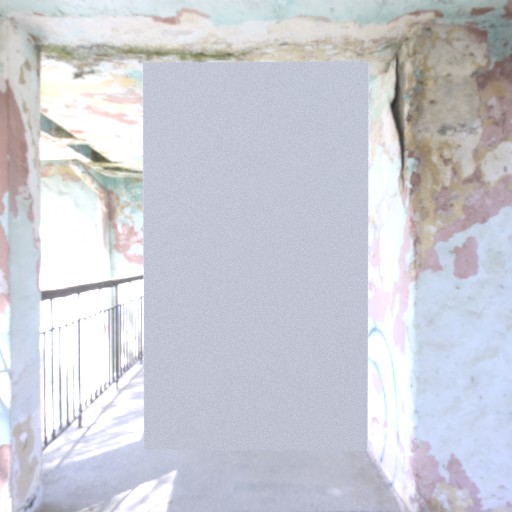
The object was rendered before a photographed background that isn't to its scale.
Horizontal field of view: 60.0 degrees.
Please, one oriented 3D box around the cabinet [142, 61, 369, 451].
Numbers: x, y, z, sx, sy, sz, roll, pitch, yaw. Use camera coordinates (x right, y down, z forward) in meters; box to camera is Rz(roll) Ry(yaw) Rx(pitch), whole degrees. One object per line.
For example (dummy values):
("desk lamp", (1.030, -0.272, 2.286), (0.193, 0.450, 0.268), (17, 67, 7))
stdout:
("cabinet", (0.000, 0.000, 2.696), (1.250, 2.160, 0.480), (0, 1, 1))
